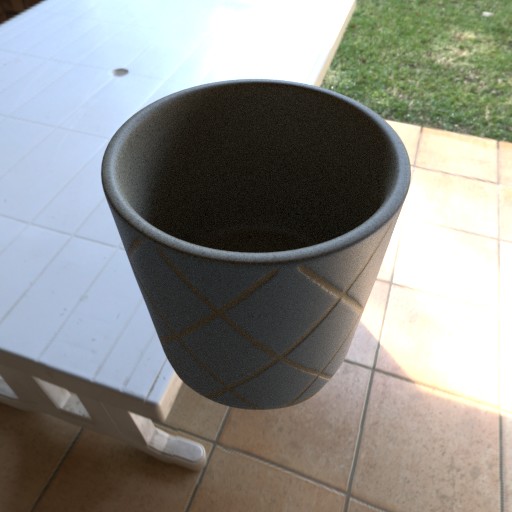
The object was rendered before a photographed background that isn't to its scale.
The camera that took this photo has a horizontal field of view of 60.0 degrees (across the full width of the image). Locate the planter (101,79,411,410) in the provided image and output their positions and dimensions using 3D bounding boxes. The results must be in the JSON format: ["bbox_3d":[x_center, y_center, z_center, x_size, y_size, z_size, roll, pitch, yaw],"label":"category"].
[{"bbox_3d":[0.000,0.000,0.352,0.191,0.200,0.191,0,48,0],"label":"planter"}]
